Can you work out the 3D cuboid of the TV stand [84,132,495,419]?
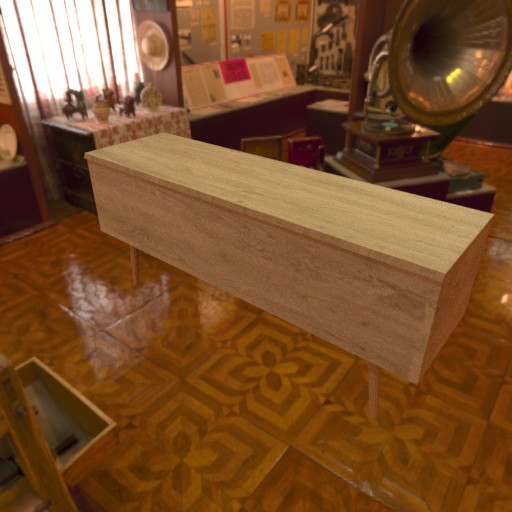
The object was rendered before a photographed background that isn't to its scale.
[{"bbox_3d":[0.000,0.000,1.535,1.313,0.565,0.401,22,37,33],"label":"TV stand"}]
